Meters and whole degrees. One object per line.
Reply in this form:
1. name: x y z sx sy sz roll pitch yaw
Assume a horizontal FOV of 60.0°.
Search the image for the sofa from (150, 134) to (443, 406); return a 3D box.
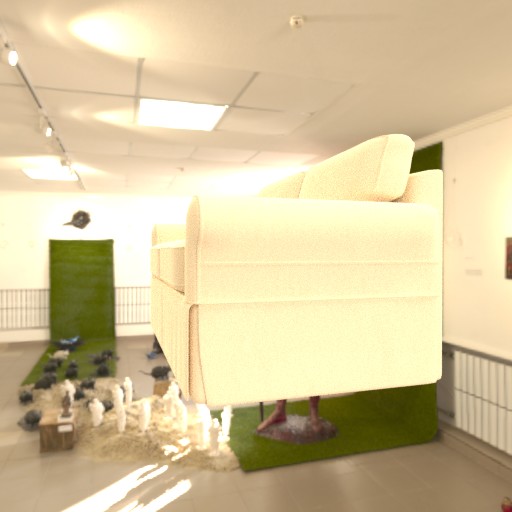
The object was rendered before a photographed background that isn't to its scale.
1. sofa: 0.000 0.000 2.297 0.991 0.940 1.727 0 1 -17
